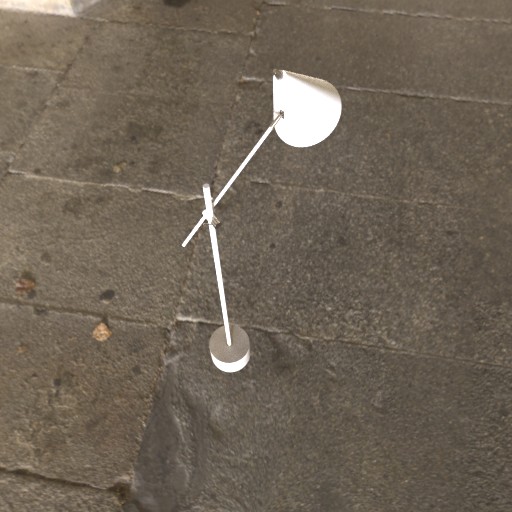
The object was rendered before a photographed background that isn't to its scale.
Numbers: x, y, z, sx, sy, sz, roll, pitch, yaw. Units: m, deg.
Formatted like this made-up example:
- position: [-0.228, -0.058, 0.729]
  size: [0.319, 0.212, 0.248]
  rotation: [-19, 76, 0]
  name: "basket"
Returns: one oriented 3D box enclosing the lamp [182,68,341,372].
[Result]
- position: [0.000, 0.000, 1.560]
  size: [0.508, 1.430, 0.223]
  rotation: [-32, 64, -17]
  name: "lamp"
